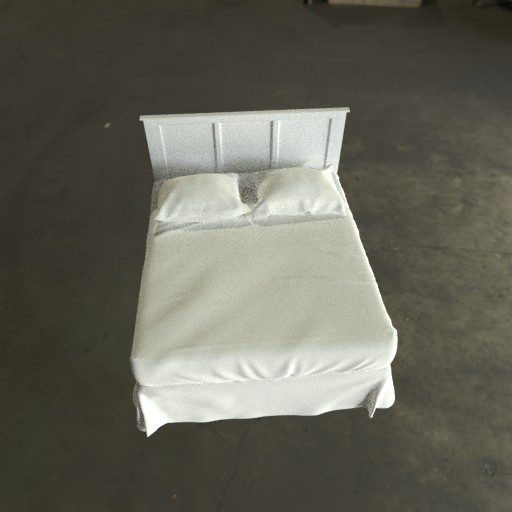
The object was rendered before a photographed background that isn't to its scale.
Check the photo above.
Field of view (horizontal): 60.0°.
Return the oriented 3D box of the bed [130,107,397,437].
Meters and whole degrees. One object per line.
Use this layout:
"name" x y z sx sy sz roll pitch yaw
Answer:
"bed" 0.000 0.000 3.268 1.876 1.269 2.047 -3 46 -3
